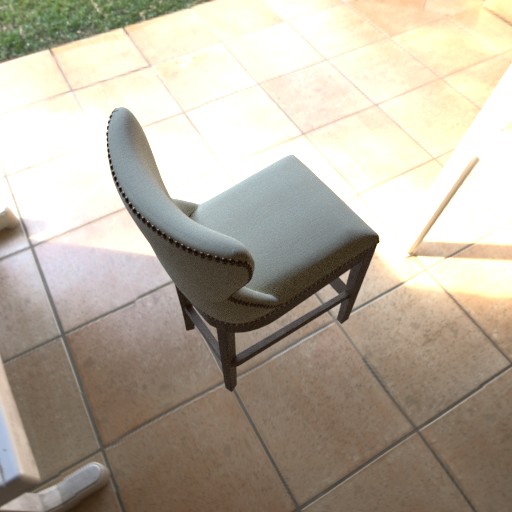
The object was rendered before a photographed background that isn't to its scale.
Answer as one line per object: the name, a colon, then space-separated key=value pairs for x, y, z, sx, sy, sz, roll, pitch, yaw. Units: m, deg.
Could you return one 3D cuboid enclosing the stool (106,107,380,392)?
stool: x=0.000 y=0.000 z=1.327 sx=0.608 sy=0.981 sz=0.498 roll=-31 pitch=63 yaw=-18
